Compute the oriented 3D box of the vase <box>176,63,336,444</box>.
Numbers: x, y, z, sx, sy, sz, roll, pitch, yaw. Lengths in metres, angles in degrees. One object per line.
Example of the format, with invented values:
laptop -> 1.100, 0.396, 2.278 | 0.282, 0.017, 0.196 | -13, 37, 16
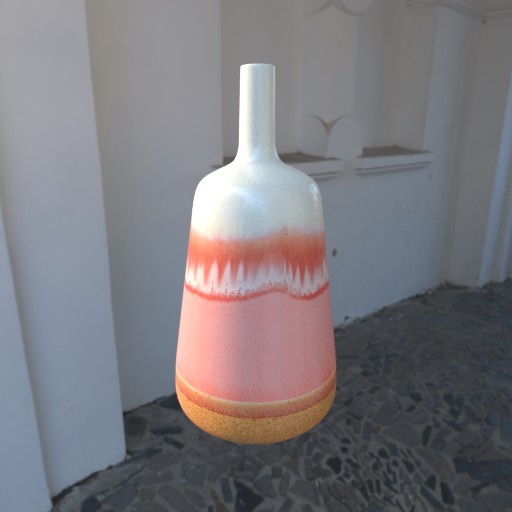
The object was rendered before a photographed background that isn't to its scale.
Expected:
vase -> 0.000, 0.000, 0.373 | 0.144, 0.296, 0.144 | 0, 16, 0
